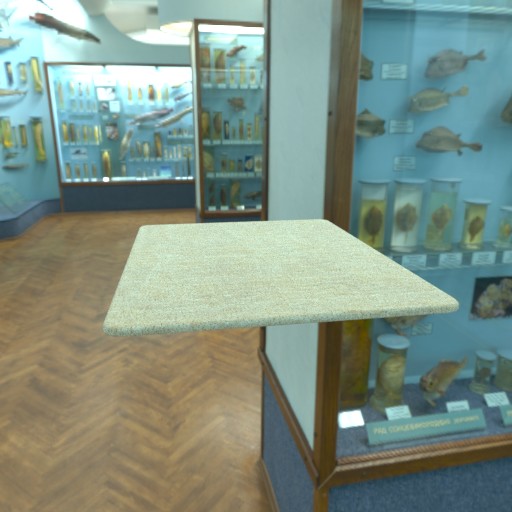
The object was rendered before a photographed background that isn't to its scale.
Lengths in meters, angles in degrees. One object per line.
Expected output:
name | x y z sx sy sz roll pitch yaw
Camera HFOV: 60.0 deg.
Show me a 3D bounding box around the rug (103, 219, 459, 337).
rug | 0.000 0.000 3.566 2.009 0.048 2.528 -3 16 -9
